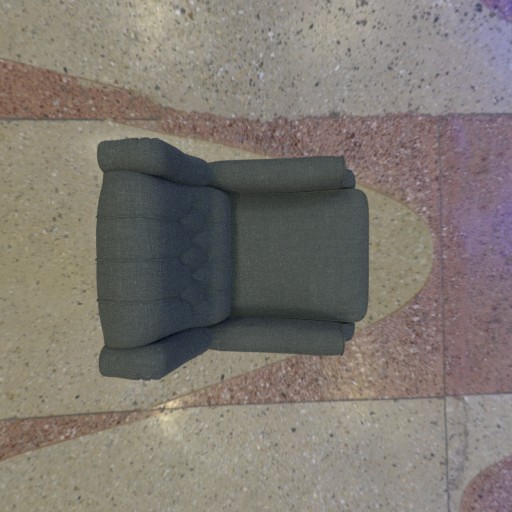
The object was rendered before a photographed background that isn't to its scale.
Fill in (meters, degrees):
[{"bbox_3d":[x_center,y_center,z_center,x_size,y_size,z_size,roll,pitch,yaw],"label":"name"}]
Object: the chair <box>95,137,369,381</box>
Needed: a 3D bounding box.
[{"bbox_3d":[0.000,0.000,1.687,0.898,1.035,0.742,0,91,0],"label":"chair"}]
